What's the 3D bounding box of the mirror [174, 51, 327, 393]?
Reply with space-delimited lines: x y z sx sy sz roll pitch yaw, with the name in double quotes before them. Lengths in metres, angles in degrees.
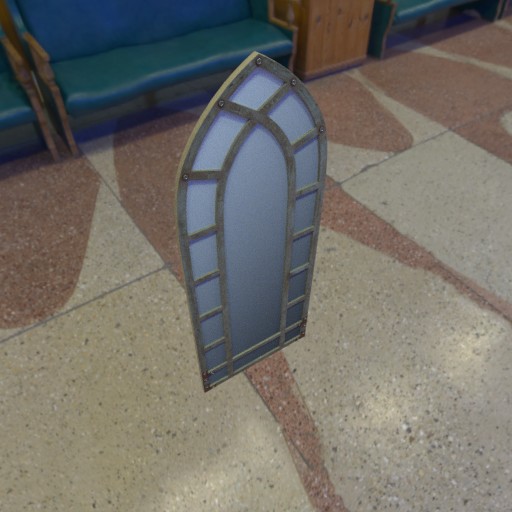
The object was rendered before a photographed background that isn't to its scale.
"mirror" 0.000 0.000 1.314 0.464 1.175 0.025 -25 50 -22
